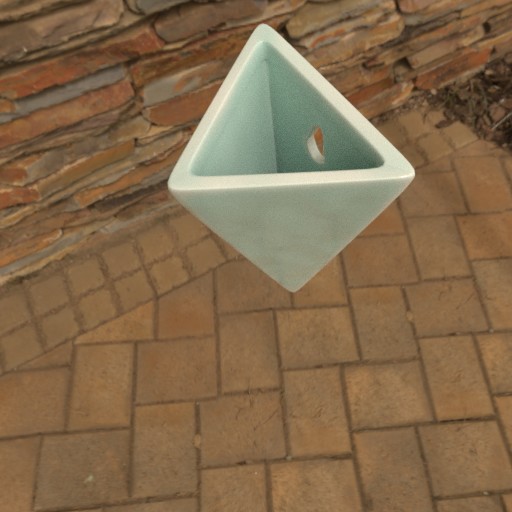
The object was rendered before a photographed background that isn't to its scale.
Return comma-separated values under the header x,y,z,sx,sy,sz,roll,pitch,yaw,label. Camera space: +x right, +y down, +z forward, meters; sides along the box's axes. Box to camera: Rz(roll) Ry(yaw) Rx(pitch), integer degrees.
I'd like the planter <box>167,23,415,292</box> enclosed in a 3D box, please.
x,y,z,sx,sy,sz,roll,pitch,yaw,label
0.000,0.000,0.216,0.064,0.178,0.080,-31,68,-14,planter
